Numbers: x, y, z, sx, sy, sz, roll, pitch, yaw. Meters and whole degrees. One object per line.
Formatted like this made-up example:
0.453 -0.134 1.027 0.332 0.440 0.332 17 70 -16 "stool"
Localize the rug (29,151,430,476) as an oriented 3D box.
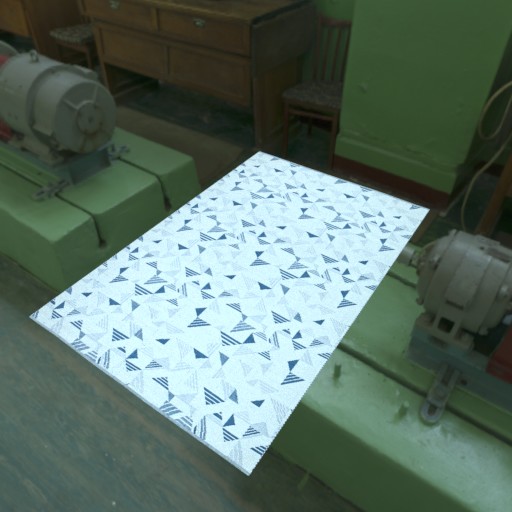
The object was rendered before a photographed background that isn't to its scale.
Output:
0.000 0.000 2.285 1.206 0.003 1.835 25 48 25 "rug"
